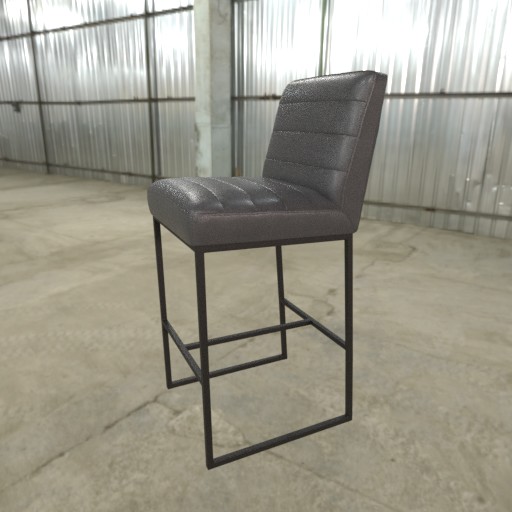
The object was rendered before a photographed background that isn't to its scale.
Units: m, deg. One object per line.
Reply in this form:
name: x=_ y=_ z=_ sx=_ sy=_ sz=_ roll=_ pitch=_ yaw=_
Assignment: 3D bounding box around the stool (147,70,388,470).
stool: x=0.000 y=0.000 z=1.351 sx=0.552 sy=1.040 sz=0.457 roll=-8 pitch=19 yaw=-24
